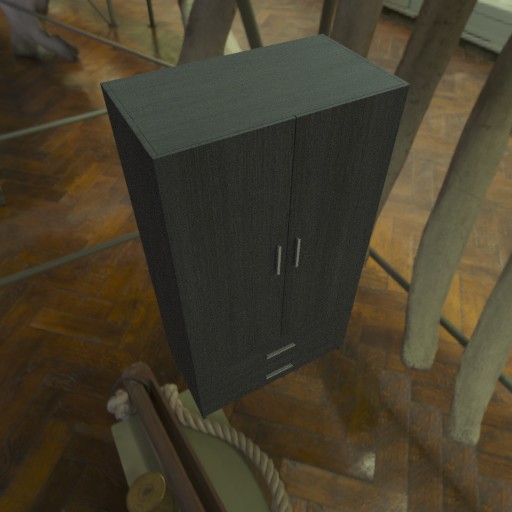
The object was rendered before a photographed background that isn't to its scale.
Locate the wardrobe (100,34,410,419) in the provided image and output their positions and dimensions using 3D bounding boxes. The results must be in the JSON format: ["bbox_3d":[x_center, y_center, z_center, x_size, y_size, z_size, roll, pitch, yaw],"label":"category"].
[{"bbox_3d":[0.000,0.000,2.268,0.991,1.808,0.577,-22,50,-20],"label":"wardrobe"}]
